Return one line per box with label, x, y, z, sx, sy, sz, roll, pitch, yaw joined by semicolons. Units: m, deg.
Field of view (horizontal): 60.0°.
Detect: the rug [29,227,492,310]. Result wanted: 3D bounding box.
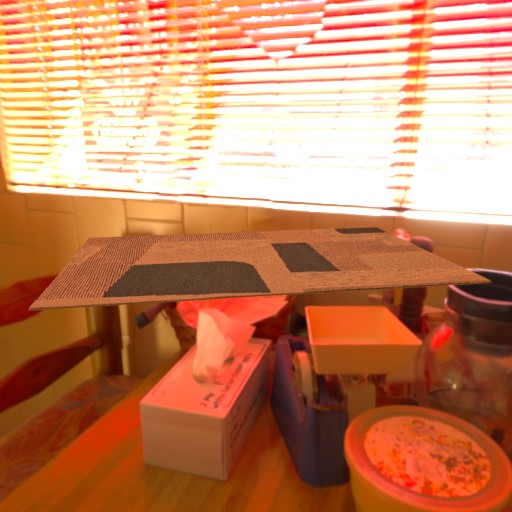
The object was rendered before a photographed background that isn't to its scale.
rug;0.000;0.000;3.007;2.436;0.015;1.521;-3;16;-9
